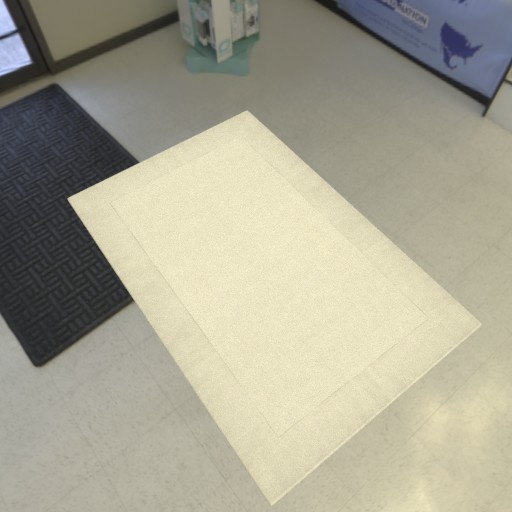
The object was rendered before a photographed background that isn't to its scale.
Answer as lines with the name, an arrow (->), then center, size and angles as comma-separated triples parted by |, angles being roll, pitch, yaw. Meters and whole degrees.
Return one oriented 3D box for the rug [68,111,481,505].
rug -> 0.000, 0.000, 2.225 | 1.219, 0.013, 1.829 | -32, 63, -19
